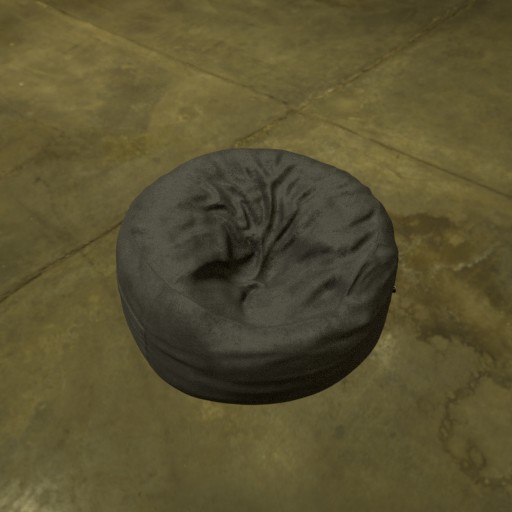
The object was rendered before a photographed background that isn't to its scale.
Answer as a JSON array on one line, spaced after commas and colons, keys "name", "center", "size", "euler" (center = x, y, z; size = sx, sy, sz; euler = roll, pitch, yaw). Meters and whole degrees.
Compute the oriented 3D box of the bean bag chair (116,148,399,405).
[{"name": "bean bag chair", "center": [0.000, 0.000, 2.464], "size": [1.525, 0.751, 1.525], "euler": [0, 46, 0]}]
